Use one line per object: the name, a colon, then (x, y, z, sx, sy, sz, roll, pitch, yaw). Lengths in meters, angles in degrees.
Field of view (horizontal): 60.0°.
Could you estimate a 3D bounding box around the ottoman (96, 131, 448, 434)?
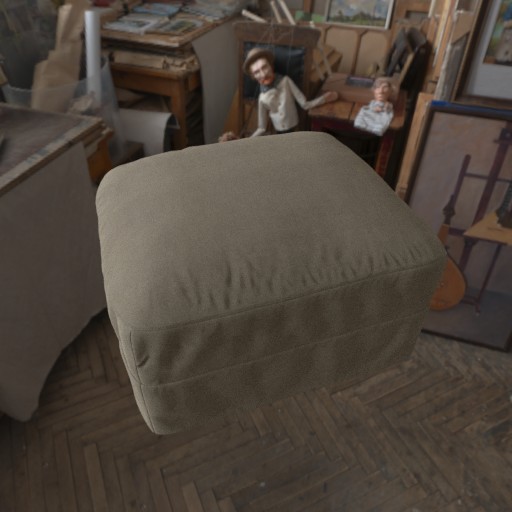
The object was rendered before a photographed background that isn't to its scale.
ottoman: (0.000, 0.000, 1.100, 0.712, 0.480, 0.584, -13, 43, -14)
